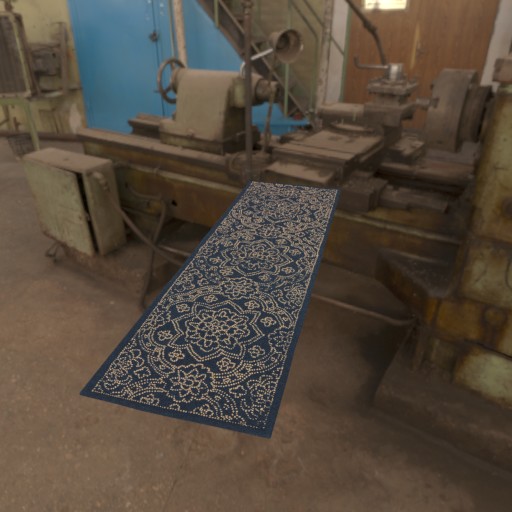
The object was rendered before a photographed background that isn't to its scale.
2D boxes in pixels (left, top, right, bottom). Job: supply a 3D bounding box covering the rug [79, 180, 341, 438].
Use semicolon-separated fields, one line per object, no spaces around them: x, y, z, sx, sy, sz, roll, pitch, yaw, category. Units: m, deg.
0.000;0.000;2.651;0.769;0.012;2.448;8;31;13;rug
